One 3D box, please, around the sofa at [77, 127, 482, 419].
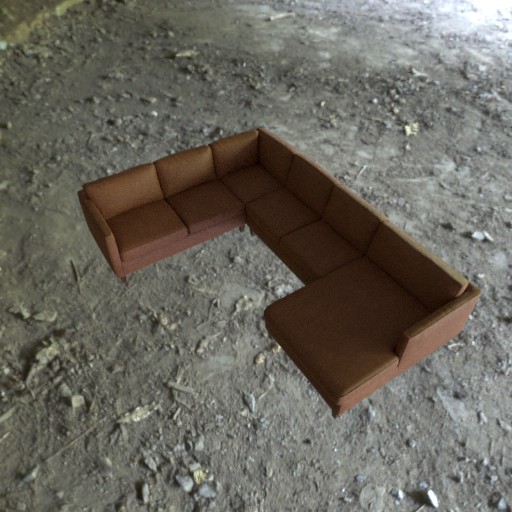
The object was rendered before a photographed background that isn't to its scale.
[{"bbox_3d":[0.000,0.000,4.607,2.593,0.923,3.460,-25,50,-23],"label":"sofa"}]
